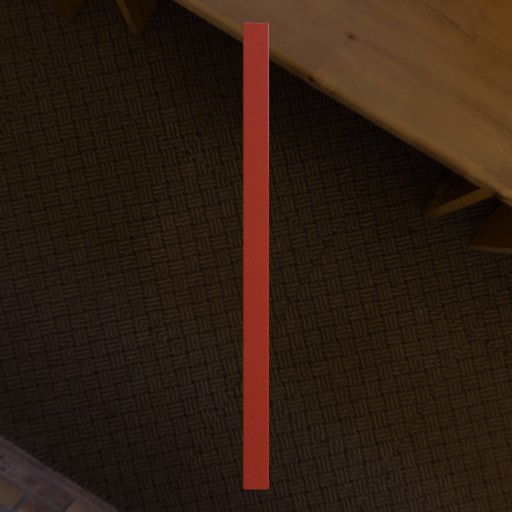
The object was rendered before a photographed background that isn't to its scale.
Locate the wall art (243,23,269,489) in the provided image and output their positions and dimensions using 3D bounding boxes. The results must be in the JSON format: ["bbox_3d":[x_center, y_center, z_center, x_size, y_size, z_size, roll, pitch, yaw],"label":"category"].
[{"bbox_3d":[0.000,0.000,0.779,0.033,0.405,0.607,0,90,0],"label":"wall art"}]
